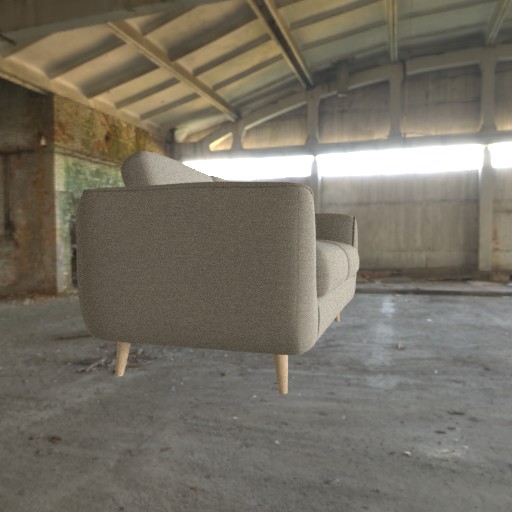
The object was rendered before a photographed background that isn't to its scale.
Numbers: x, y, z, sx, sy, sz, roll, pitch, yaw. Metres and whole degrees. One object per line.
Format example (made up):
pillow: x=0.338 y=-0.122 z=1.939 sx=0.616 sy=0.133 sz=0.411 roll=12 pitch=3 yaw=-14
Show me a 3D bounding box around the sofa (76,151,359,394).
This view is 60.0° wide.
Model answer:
sofa: x=0.000 y=0.000 z=2.196 sx=0.920 sy=0.850 sz=1.700 roll=1 pitch=2 yaw=18
